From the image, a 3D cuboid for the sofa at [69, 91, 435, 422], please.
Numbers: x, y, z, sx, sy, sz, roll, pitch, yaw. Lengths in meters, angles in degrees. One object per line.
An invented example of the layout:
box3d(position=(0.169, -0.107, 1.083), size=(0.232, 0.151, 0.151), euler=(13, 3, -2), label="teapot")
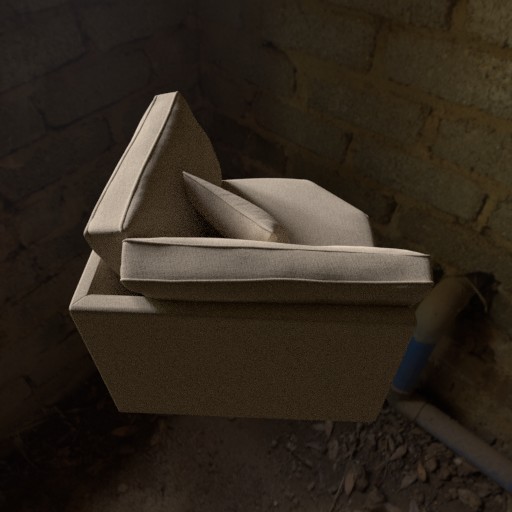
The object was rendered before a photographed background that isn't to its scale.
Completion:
box3d(position=(0.000, 0.000, 1.831), size=(1.050, 0.937, 1.042), euler=(2, 46, 2), label="sofa")
